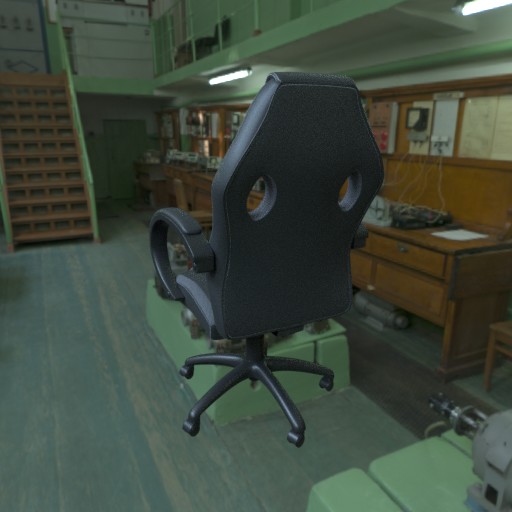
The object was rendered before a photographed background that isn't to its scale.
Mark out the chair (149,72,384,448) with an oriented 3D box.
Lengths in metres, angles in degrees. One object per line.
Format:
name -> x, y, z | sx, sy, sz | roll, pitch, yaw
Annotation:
chair -> 0.000, 0.000, 1.628 | 0.673, 1.187, 0.724 | -8, 18, -27
